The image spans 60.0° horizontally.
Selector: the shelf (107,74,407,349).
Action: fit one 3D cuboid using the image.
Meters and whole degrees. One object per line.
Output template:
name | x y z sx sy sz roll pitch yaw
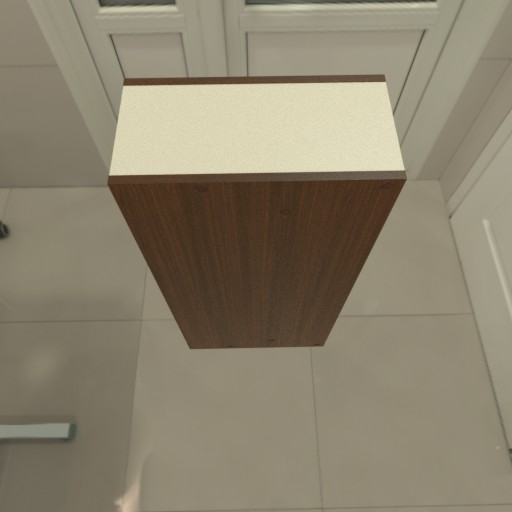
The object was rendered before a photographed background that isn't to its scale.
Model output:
shelf | 0.000 0.000 0.728 0.290 0.600 0.147 -1 63 -1
